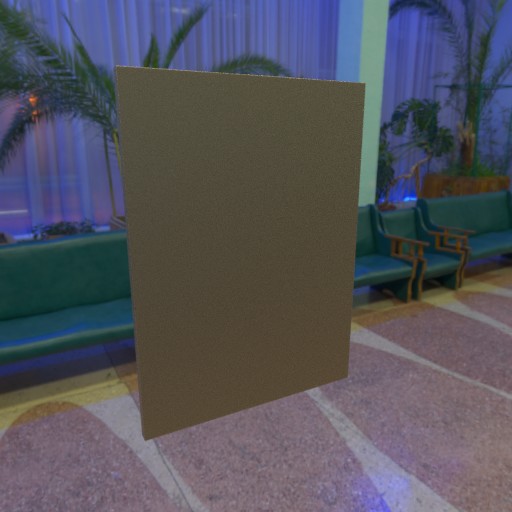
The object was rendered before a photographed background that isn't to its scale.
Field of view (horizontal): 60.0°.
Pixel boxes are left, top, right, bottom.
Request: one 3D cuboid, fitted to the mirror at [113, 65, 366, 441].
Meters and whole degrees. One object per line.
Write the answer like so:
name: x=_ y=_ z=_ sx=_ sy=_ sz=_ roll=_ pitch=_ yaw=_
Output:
mirror: x=0.000 y=0.000 z=1.351 sx=0.756 sy=1.023 sz=0.032 roll=-8 pitch=17 yaw=-27
